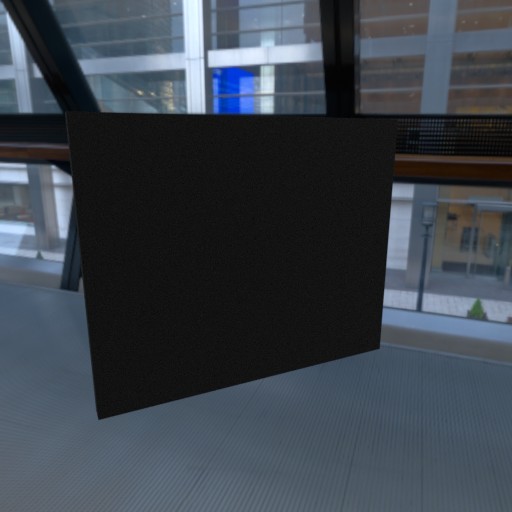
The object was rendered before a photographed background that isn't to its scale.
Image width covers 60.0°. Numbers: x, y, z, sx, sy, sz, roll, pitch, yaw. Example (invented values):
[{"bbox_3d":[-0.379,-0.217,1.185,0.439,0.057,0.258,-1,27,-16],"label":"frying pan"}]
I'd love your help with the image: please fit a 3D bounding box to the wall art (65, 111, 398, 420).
[{"bbox_3d":[0.000,0.000,0.761,0.558,0.457,0.031,-7,16,-25],"label":"wall art"}]
